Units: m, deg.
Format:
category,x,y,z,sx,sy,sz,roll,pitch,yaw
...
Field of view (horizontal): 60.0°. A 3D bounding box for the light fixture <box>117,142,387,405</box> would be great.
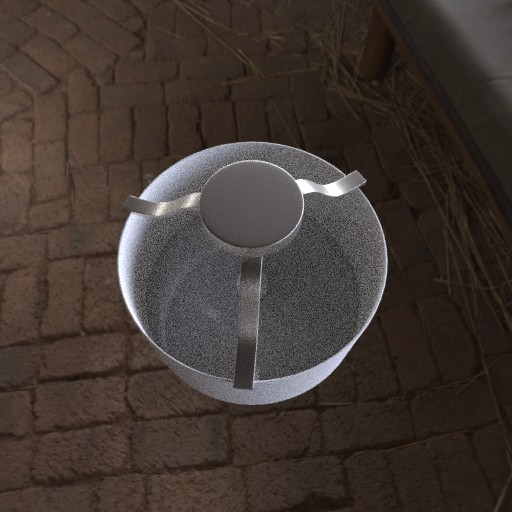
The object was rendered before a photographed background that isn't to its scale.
category,x,y,z,sx,sy,sz,roll,pitch,yaw
light fixture,0.000,0.000,0.666,0.395,0.304,0.395,0,63,0
